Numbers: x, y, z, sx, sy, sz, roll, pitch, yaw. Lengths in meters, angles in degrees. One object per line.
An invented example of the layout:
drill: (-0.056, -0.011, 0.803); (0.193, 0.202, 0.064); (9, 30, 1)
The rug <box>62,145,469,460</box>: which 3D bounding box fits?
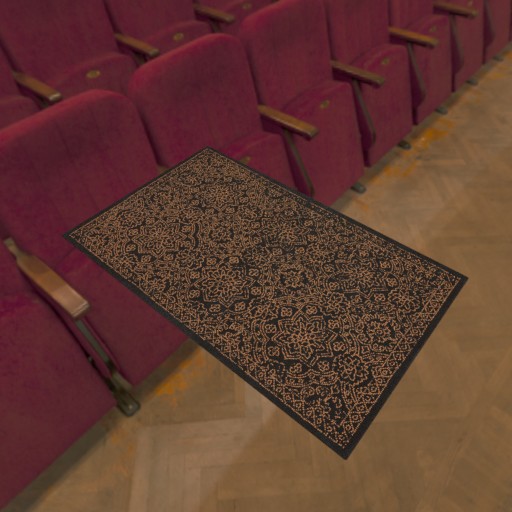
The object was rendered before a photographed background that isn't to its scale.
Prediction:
rug: (0.000, 0.000, 3.103); (2.441, 0.015, 1.526); (32, 55, 26)
